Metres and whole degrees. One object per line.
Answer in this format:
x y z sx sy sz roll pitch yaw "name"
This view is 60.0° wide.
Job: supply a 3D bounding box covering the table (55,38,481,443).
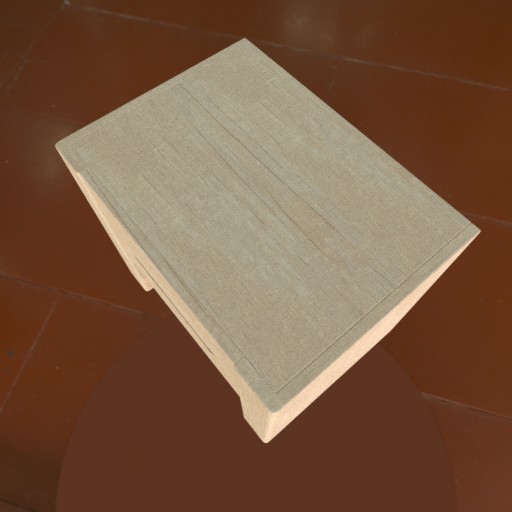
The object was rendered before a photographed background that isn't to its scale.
0.000 0.000 0.940 0.420 0.510 0.570 -37 69 -17 "table"
